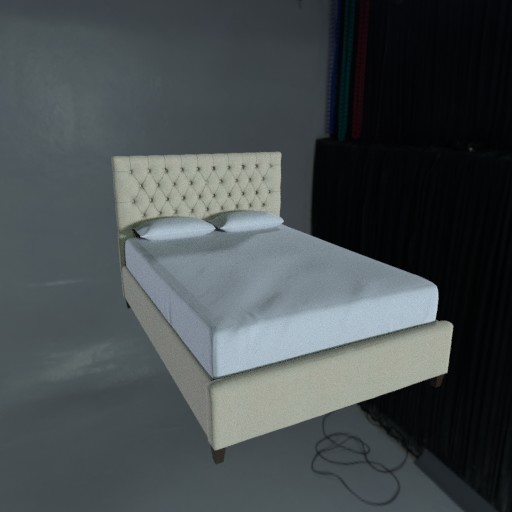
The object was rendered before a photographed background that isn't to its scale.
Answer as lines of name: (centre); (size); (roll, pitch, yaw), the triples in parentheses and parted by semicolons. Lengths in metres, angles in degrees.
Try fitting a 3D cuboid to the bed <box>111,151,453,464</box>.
bed: (0.000, 0.000, 3.436); (1.698, 1.427, 2.387); (-8, 18, -25)
